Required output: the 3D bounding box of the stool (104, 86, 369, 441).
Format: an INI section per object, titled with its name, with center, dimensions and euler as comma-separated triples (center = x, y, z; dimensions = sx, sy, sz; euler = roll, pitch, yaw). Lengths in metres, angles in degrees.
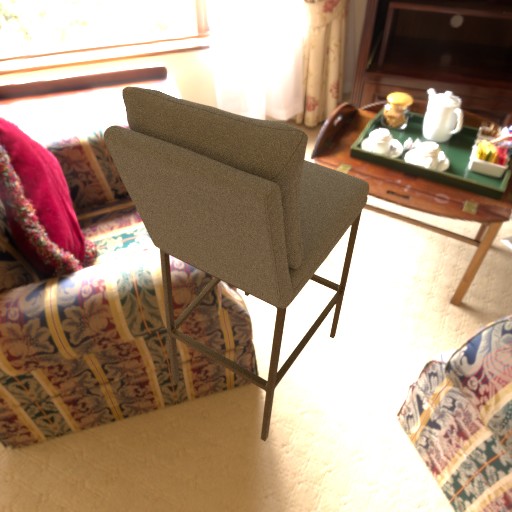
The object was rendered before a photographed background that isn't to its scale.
[stool]
center = 0.000, 0.000, 1.375
dimensions = 0.463, 1.132, 0.569
euler = 24, 49, 23
